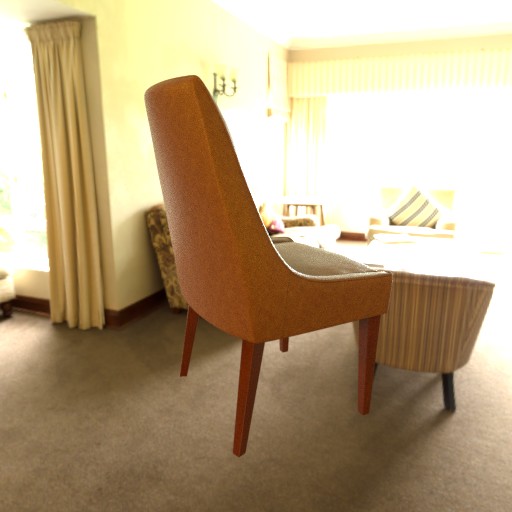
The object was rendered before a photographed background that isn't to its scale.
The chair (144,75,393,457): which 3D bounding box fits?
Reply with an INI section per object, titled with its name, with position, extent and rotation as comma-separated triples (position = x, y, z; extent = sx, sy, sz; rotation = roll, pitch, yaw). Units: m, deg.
[chair]
position = 0.000, 0.000, 1.217
extent = 0.544, 0.861, 0.529
rotation = -7, 15, -26
